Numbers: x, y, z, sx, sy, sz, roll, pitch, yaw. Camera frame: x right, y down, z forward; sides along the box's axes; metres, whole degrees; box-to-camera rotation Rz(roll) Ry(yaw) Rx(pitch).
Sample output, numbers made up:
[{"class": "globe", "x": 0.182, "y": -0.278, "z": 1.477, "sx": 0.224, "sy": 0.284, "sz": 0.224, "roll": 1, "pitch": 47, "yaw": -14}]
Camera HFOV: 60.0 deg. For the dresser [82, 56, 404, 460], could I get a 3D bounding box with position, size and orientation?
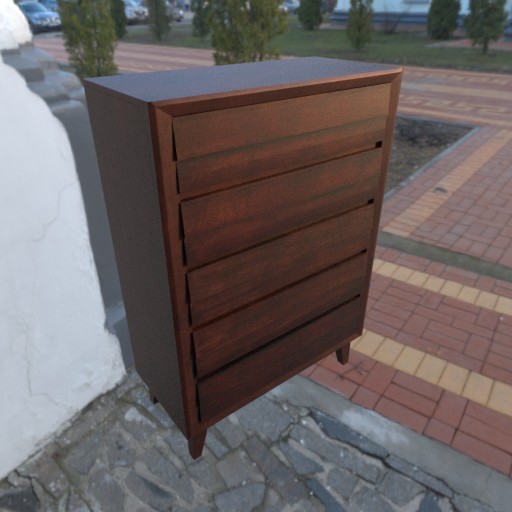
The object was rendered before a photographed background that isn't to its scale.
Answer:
[{"class": "dresser", "x": 0.000, "y": 0.000, "z": 1.966, "sx": 1.072, "sy": 1.514, "sz": 0.506, "roll": -21, "pitch": 36, "yaw": -32}]
